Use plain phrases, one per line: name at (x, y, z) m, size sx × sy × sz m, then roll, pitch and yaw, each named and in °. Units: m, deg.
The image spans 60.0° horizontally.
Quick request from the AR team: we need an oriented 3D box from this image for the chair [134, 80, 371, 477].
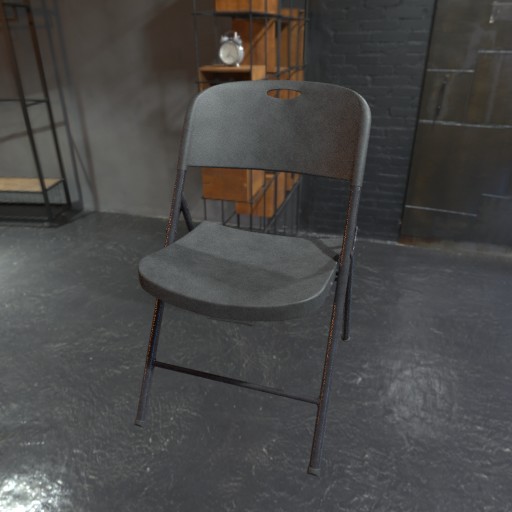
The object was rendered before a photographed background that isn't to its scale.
chair at (0.000, 0.000, 1.154) m, size 0.494 × 0.810 × 0.566 m, roll 8°, pitch 28°, yaw 16°
